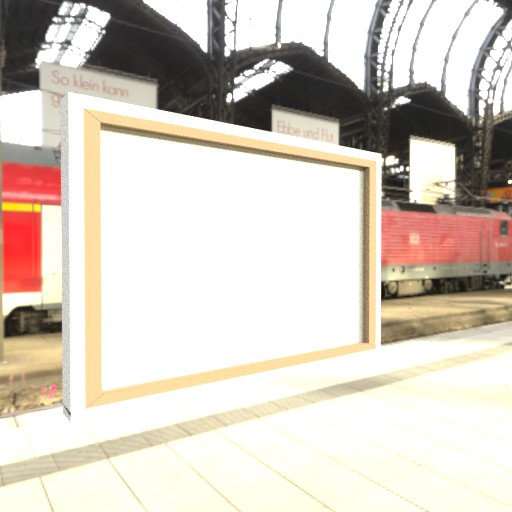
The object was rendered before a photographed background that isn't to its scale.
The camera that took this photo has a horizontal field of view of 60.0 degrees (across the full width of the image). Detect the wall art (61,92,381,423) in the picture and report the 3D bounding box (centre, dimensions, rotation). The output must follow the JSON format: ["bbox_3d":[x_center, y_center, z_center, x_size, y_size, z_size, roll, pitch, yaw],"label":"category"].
[{"bbox_3d":[0.000,0.000,0.750,0.608,0.414,0.042,-1,1,-36],"label":"wall art"}]
